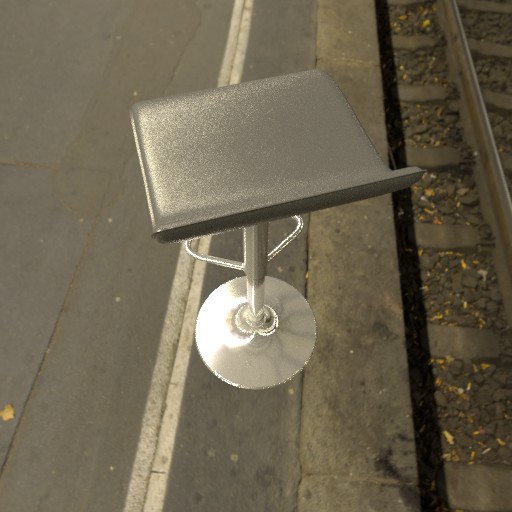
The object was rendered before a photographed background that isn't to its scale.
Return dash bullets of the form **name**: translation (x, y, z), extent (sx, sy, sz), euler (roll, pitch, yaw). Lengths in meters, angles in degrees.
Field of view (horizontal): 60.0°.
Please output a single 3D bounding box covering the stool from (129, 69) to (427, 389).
- **stool**: translation (0.000, 0.000, 1.018), extent (0.381, 0.851, 0.381), euler (-14, 59, -8)
